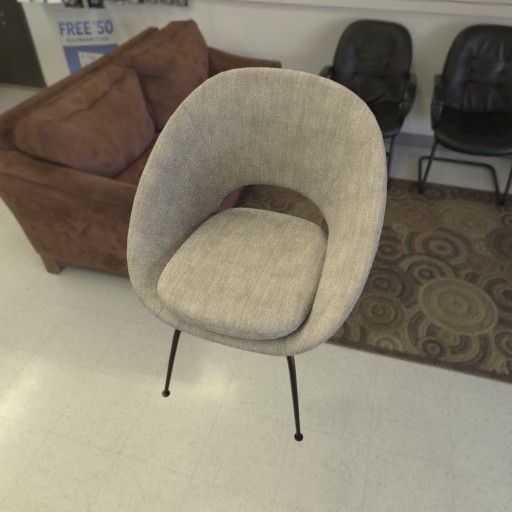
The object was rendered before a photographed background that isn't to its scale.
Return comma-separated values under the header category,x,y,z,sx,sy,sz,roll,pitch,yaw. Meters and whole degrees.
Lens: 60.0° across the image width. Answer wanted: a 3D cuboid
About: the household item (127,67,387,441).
category,x,y,z,sx,sy,sz,roll,pitch,yaw
household item,0.000,0.000,1.271,0.643,0.869,0.587,13,43,14
